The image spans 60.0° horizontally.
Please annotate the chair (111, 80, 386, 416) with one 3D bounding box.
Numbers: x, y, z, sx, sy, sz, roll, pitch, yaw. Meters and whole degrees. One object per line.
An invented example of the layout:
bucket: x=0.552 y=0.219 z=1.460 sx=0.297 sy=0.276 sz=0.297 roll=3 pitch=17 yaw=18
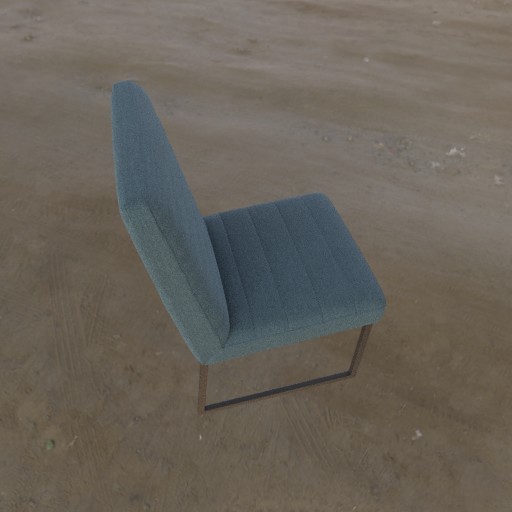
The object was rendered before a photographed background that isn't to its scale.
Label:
chair: x=0.000 y=0.000 z=1.318 sx=0.634 sy=0.930 sz=0.520 roll=-11 pitch=48 yaw=-10
